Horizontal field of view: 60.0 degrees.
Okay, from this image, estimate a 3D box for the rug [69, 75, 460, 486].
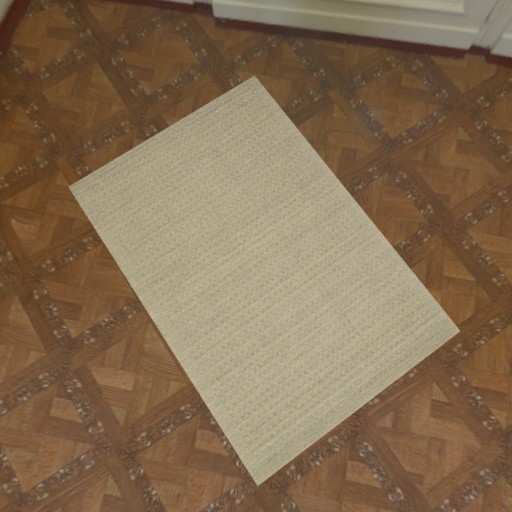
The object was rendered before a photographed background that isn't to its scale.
[{"bbox_3d":[0.000,0.000,3.716,1.981,0.006,2.895,-34,78,-8],"label":"rug"}]
